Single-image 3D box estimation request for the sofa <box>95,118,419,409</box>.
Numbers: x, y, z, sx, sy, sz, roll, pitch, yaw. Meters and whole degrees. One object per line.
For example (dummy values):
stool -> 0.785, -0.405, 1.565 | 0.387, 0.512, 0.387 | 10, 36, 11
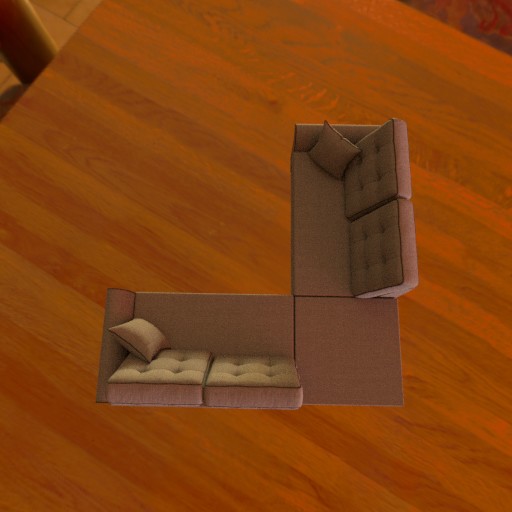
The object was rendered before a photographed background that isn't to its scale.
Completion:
sofa -> 0.000, 0.000, 3.239 | 2.070, 0.988, 2.068 | 1, 76, 0
